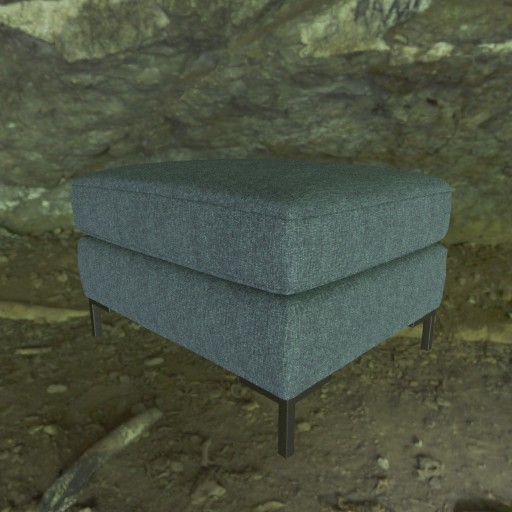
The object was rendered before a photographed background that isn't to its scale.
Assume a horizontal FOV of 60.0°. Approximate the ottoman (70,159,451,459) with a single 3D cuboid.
[{"bbox_3d":[0.000,0.000,1.265,0.831,0.533,0.695,14,20,43],"label":"ottoman"}]
